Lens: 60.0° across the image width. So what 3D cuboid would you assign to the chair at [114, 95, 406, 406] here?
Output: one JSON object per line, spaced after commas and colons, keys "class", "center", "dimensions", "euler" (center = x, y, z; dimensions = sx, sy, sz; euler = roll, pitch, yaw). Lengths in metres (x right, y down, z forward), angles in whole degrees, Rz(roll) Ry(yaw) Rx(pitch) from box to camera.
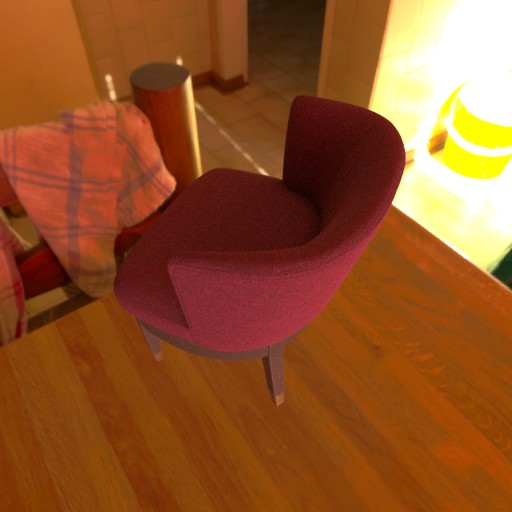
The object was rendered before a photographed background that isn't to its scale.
{"class": "chair", "center": [0.000, 0.000, 1.299], "dimensions": [0.660, 0.760, 0.700], "euler": [19, 51, 16]}
